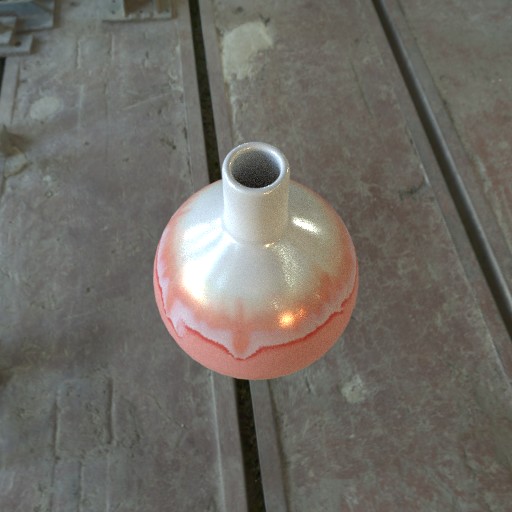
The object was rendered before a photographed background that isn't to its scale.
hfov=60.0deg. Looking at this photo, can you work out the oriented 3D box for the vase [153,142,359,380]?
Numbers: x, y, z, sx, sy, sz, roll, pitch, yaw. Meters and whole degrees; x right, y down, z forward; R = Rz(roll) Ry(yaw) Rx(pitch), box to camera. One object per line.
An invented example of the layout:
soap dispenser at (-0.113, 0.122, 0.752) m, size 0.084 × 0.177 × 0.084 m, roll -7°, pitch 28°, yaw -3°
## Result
vase at (0.000, 0.000, 0.275) m, size 0.137 × 0.176 × 0.137 m, roll 0°, pitch 63°, yaw 0°
